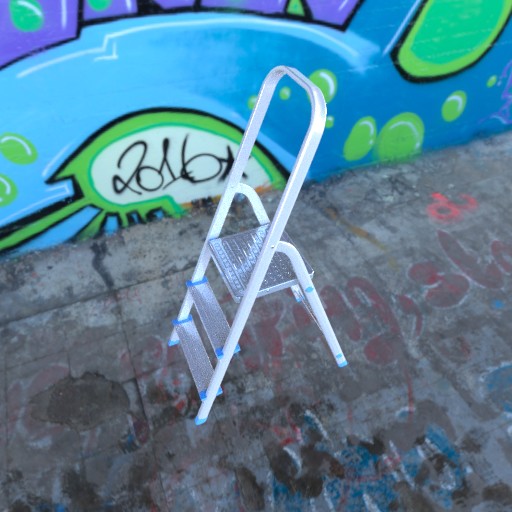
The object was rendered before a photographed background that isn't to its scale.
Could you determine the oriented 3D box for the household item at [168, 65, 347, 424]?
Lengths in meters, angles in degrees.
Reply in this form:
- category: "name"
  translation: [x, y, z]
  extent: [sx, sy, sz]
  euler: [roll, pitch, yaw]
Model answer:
- category: "household item"
  translation: [0.000, 0.000, 1.534]
  extent: [0.687, 1.215, 0.420]
  euler: [-17, 47, -16]
